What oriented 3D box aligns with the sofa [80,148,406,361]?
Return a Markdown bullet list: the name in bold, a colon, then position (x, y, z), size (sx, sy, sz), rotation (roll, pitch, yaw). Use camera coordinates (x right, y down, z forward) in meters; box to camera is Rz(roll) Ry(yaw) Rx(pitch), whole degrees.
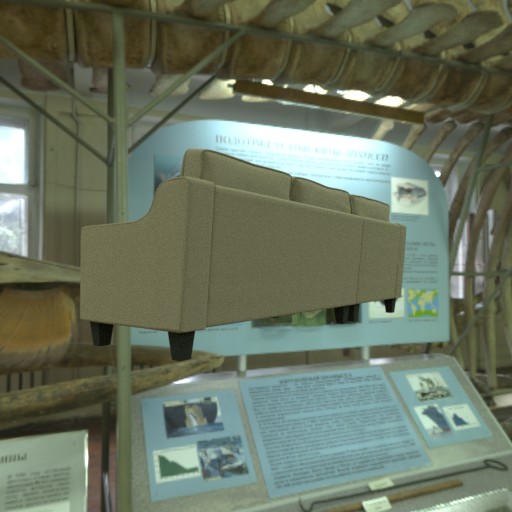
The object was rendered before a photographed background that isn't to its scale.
- **sofa**: position (0.000, 0.000, 3.134), size (1.294, 0.928, 2.561), rotation (-1, -2, 37)
